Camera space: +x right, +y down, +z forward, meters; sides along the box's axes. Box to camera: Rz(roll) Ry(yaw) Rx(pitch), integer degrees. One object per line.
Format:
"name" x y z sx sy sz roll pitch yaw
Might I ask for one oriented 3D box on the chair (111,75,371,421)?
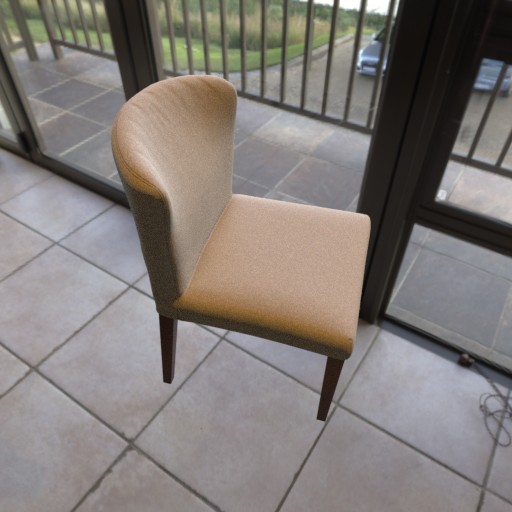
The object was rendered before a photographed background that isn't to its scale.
"chair" 0.000 0.000 1.218 0.592 0.839 0.491 11 46 10
